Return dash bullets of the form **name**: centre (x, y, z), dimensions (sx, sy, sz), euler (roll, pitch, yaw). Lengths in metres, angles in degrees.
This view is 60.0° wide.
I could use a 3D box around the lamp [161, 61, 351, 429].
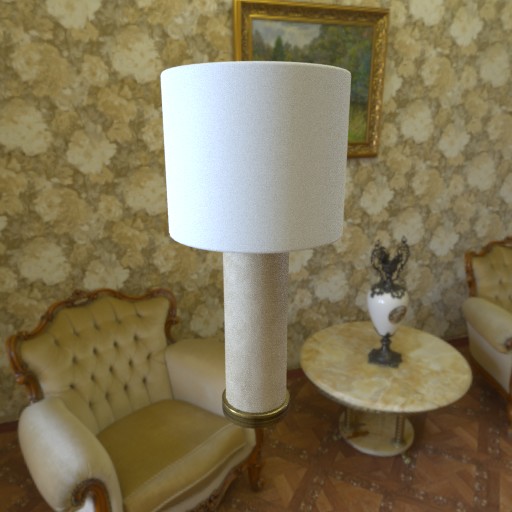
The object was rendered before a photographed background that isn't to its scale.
- **lamp**: centre (0.000, 0.000, 0.807), dimensions (0.305, 0.634, 0.305), euler (8, 18, 25)
